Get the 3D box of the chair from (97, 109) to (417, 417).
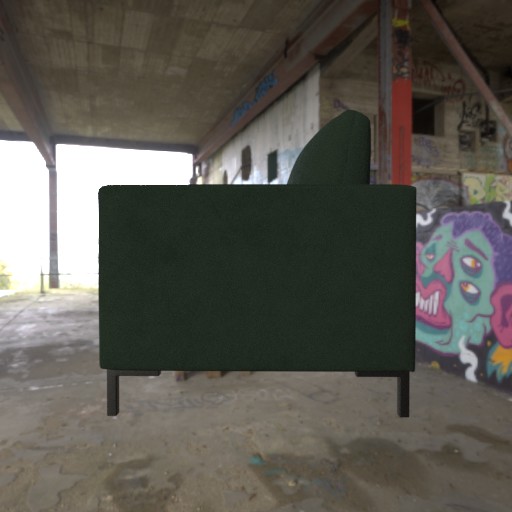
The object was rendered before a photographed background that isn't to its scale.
[{"bbox_3d":[0.000,0.000,1.630,0.866,0.861,0.963,0,1,1],"label":"chair"}]
